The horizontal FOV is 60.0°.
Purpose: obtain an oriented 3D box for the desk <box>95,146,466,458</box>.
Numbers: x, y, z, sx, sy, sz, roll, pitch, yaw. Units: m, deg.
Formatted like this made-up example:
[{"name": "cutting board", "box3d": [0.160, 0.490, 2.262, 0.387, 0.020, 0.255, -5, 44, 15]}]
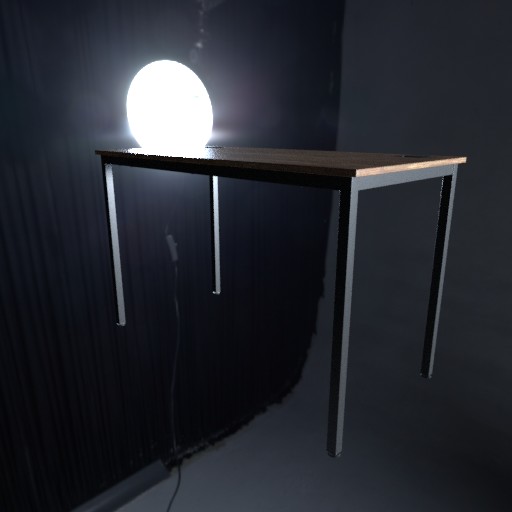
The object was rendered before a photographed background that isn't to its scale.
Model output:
[{"name": "desk", "box3d": [0.000, 0.000, 1.645, 0.600, 0.749, 1.200, -15, 22, -43]}]
